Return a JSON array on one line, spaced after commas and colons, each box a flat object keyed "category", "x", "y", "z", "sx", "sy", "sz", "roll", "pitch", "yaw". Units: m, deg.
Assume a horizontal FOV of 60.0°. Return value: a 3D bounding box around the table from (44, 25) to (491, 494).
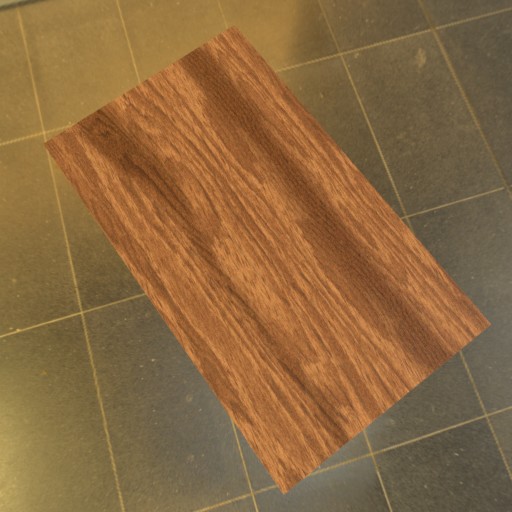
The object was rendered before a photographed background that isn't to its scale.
[{"category": "table", "x": 0.000, "y": 0.000, "z": 1.785, "sx": 0.801, "sy": 0.724, "sz": 1.349, "roll": -36, "pitch": 79, "yaw": -8}]
